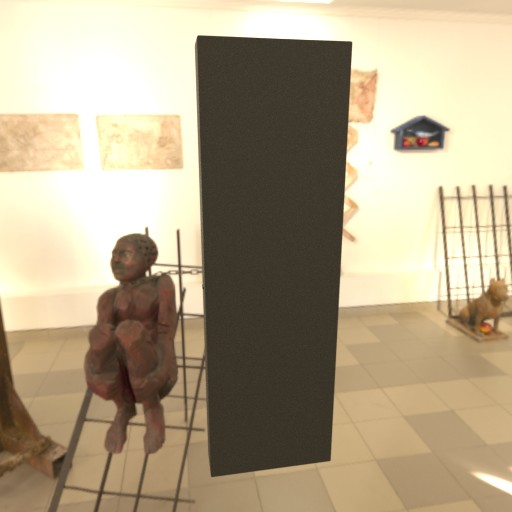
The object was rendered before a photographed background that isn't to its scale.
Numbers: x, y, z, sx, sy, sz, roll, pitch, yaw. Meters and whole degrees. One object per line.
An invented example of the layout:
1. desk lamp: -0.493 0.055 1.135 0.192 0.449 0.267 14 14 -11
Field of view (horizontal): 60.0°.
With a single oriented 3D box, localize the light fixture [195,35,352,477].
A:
1. light fixture: 0.000 0.000 0.399 0.105 0.330 0.149 -3 15 -10
